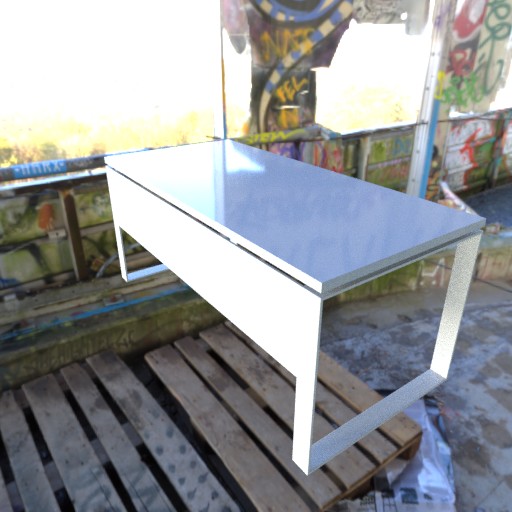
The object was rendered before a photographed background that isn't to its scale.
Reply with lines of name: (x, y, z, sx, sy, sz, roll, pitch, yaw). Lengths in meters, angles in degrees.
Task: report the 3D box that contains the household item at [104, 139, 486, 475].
household item: (0.000, 0.000, 2.153, 0.800, 0.745, 1.700, -18, 31, -32)
